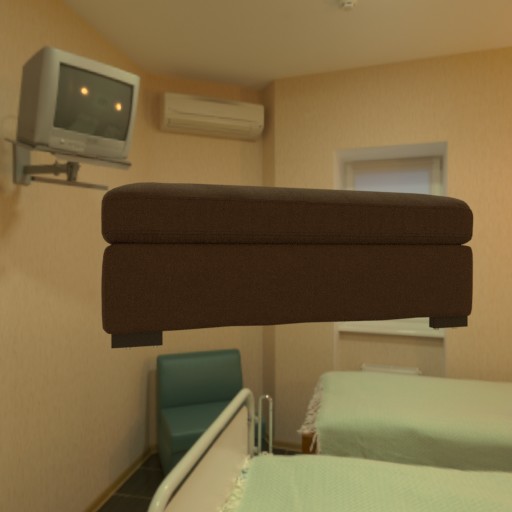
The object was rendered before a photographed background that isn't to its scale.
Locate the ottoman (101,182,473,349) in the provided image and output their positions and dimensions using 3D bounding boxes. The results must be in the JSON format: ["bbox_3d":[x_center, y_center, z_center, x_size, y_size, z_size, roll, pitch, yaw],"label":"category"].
[{"bbox_3d":[0.000,0.000,1.841,1.181,0.470,1.181,0,1,-17],"label":"ottoman"}]
